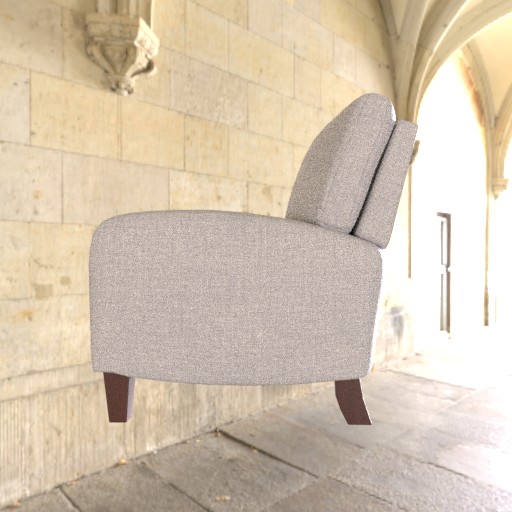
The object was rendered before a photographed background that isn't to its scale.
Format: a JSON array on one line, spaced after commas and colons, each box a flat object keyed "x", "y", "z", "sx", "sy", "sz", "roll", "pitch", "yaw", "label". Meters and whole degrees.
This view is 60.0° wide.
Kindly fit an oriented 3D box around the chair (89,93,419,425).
[{"x": 0.000, "y": 0.000, "z": 1.633, "sx": 0.990, "sy": 0.990, "sz": 0.762, "roll": 0, "pitch": 0, "yaw": 1, "label": "chair"}]
